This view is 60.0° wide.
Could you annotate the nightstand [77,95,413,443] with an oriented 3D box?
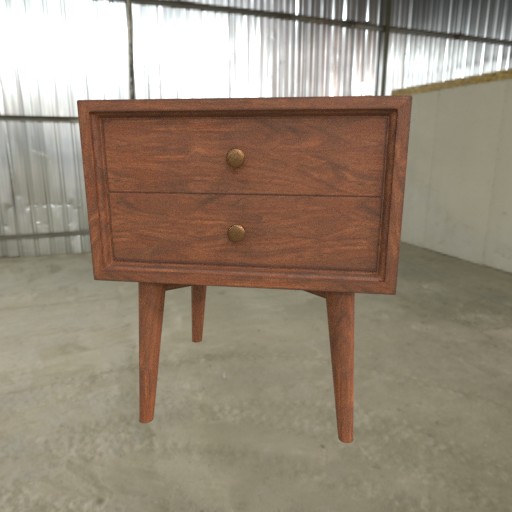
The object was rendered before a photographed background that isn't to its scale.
[{"bbox_3d":[0.000,0.000,0.953,0.521,0.607,0.445,2,15,8],"label":"nightstand"}]
